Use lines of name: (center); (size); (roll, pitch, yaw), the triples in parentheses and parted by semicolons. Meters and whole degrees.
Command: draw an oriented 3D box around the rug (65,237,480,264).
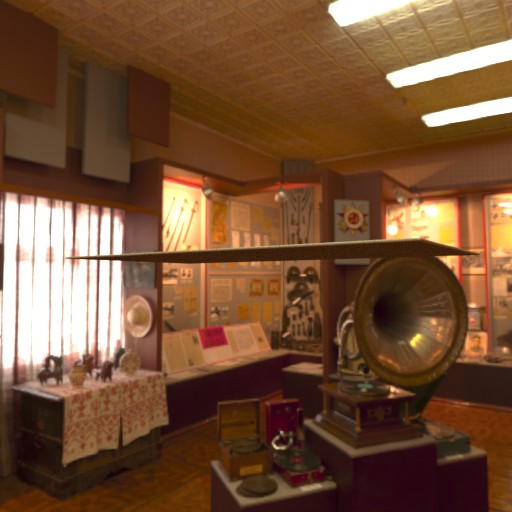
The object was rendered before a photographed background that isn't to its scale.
rug: (0.000, 0.000, 1.440); (1.219, 0.007, 0.604); (-2, -4, 36)
